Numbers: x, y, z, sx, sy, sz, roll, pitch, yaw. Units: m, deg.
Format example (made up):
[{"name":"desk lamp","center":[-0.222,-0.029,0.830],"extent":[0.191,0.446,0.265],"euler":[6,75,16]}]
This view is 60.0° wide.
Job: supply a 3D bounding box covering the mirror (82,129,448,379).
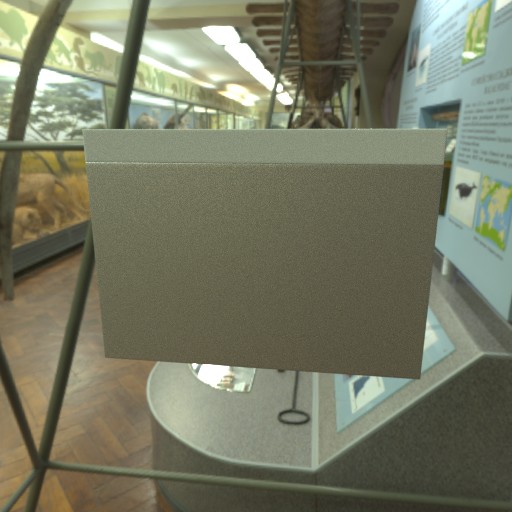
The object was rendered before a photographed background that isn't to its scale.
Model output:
[{"name":"mirror","center":[0.000,0.000,1.145],"extent":[0.870,0.630,0.030],"euler":[2,15,7]}]
